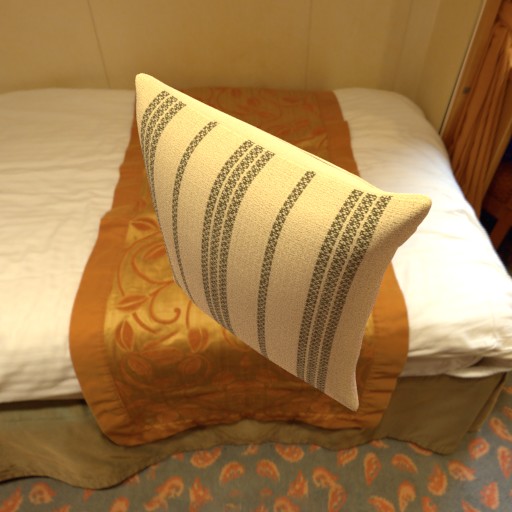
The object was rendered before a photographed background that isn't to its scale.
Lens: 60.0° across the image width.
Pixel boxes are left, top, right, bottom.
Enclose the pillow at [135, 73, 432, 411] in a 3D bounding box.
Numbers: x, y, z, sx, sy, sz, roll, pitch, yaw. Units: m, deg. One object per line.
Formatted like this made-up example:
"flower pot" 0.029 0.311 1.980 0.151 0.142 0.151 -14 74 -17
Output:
"pillow" 0.000 0.000 0.621 0.405 0.406 0.173 32 54 27
